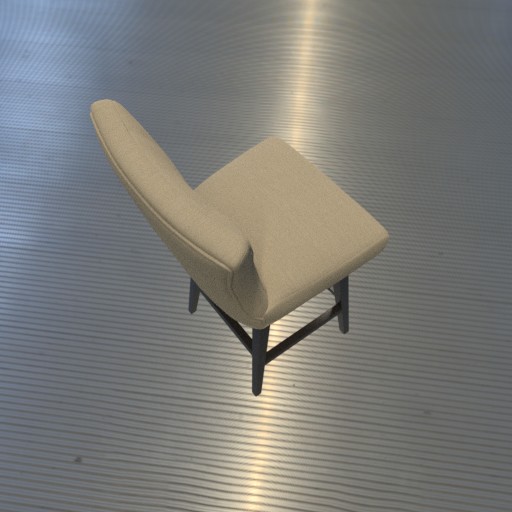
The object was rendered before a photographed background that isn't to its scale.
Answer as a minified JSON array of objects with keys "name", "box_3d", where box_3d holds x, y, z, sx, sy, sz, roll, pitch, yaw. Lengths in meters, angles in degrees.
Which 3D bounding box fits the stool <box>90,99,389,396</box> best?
[{"name":"stool","box_3d":[0.000,0.000,1.359,0.574,1.086,0.514,-34,64,-19]}]
